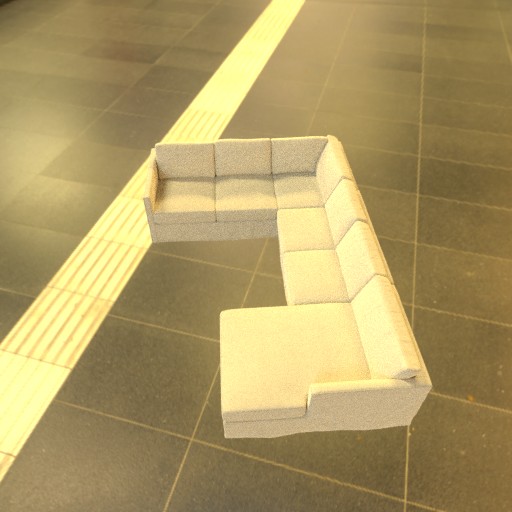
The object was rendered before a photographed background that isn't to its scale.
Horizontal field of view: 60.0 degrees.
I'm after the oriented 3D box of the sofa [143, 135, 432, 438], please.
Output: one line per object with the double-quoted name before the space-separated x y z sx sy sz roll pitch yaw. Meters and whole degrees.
"sofa" 0.000 0.000 4.614 2.427 0.882 3.460 -3 46 -3
